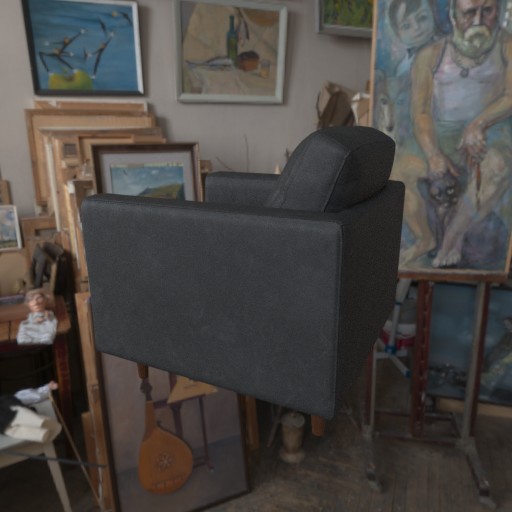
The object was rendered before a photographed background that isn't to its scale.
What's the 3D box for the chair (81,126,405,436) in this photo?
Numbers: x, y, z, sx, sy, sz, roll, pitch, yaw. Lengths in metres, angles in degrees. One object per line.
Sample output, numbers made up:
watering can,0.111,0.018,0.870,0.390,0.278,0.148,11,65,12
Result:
chair,0.000,0.000,1.589,0.879,0.898,0.831,8,19,26
